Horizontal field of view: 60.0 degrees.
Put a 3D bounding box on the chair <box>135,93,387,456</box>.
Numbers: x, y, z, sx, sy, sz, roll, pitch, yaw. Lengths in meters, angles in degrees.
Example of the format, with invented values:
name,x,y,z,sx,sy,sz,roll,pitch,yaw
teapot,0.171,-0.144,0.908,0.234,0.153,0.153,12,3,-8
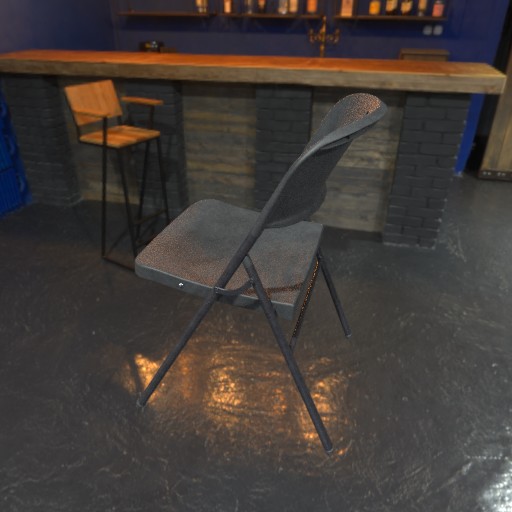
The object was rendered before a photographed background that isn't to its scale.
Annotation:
name,x,y,z,sx,sy,sz,roll,pitch,yaw
chair,0.000,0.000,1.182,0.566,0.810,0.494,8,31,14
